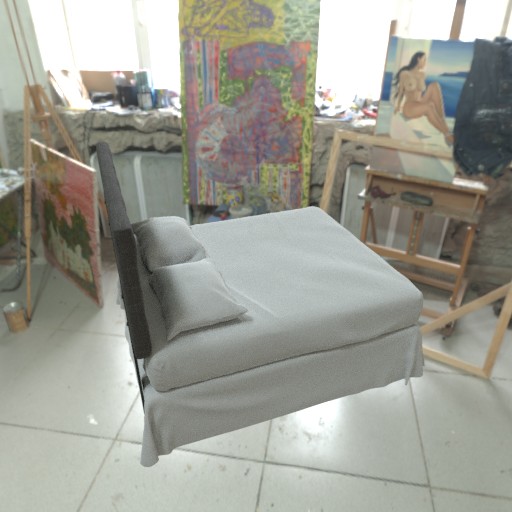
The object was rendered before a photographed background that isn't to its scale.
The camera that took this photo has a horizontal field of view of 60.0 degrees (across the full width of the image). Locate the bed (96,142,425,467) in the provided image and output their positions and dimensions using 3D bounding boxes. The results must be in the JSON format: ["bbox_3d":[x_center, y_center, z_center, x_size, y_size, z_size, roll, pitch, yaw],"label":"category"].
[{"bbox_3d":[0.000,0.000,3.470,2.222,1.577,1.936,-10,32,-17],"label":"bed"}]
